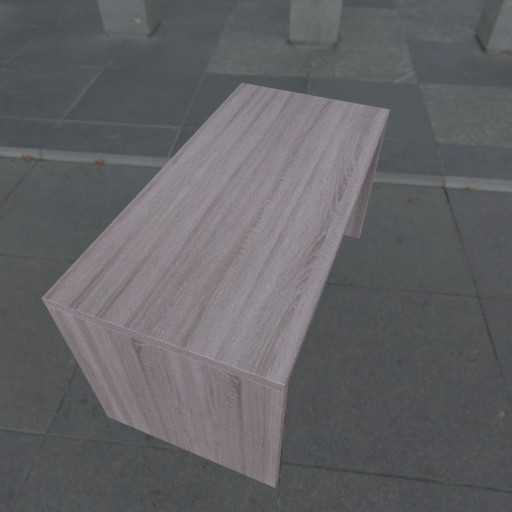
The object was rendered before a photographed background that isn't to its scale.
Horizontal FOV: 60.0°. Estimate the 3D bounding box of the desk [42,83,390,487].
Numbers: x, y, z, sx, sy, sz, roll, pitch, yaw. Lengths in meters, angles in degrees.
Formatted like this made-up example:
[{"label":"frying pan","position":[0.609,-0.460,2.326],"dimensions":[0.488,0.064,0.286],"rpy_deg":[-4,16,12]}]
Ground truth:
[{"label":"desk","position":[0.000,0.000,1.813],"dimensions":[0.690,0.745,1.380],"rpy_deg":[16,48,15]}]
